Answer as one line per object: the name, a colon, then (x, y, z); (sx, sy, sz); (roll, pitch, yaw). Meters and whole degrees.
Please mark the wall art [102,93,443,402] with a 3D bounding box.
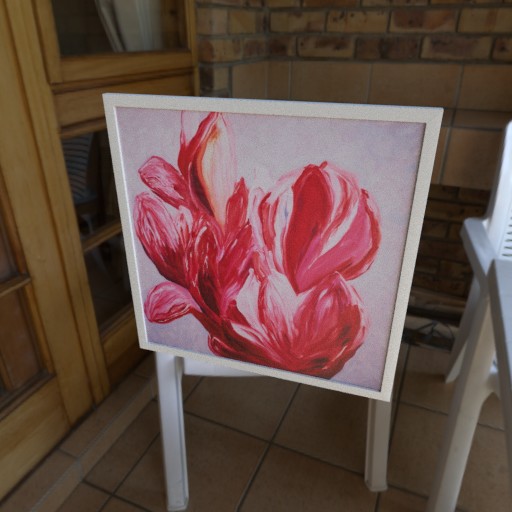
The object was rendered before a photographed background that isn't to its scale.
wall art: (0.000, 0.000, 1.200); (0.805, 0.803, 0.022); (8, 28, 16)
